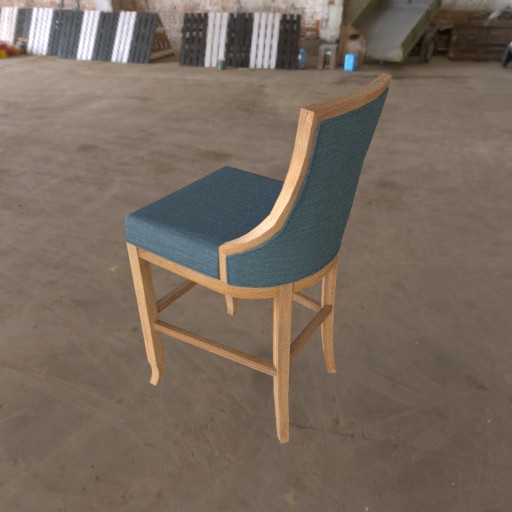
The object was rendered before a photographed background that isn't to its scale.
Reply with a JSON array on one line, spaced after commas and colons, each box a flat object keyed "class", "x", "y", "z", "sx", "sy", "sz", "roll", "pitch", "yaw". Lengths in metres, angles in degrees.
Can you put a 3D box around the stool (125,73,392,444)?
[{"class": "stool", "x": 0.000, "y": 0.000, "z": 1.433, "sx": 0.626, "sy": 1.101, "sz": 0.524, "roll": 20, "pitch": 38, "yaw": 28}]
